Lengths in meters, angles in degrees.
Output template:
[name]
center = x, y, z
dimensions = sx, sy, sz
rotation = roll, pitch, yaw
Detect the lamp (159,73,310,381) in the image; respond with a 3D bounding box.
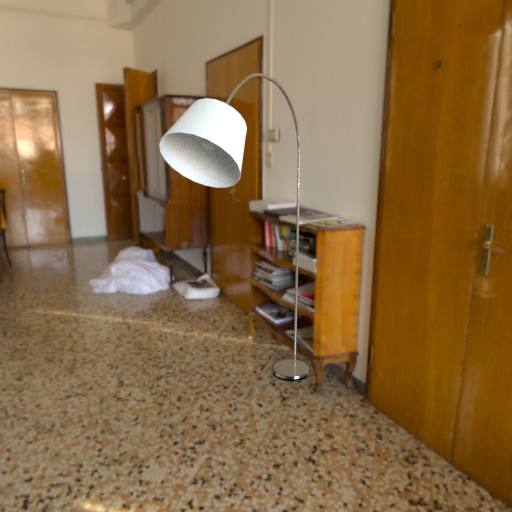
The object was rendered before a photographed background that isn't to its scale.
[lamp]
center = 0.000, 0.000, 2.700
dimensions = 0.406, 2.098, 1.445
rotation = 7, 15, 27
